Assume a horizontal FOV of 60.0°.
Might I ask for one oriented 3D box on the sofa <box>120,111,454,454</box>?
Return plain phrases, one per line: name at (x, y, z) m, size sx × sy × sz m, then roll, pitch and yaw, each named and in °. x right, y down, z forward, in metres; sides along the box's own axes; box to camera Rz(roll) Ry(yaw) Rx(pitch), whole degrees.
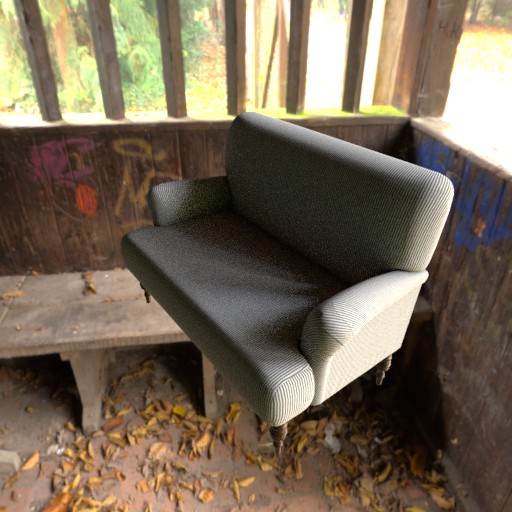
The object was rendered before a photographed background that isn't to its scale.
sofa at (0.000, 0.000, 1.869) m, size 0.779 × 0.889 × 1.297 m, roll -21°, pitch 37°, yaw -30°
